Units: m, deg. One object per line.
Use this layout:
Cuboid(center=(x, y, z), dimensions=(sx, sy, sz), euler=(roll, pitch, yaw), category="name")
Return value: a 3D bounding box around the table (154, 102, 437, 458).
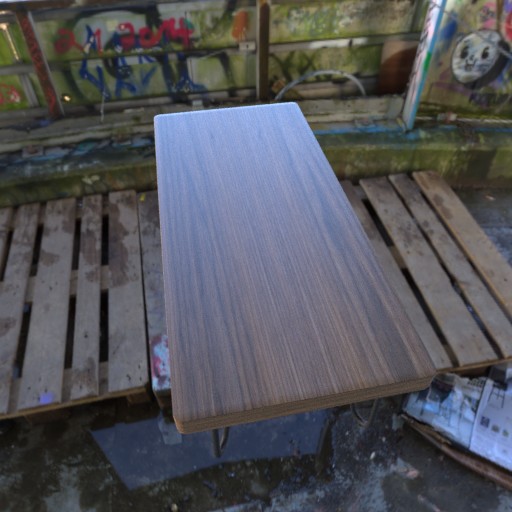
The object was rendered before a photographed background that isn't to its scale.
Cuboid(center=(0.000, 0.000, 1.651), dimensions=(0.637, 0.468, 1.375), euler=(-8, 47, -7), category="table")
